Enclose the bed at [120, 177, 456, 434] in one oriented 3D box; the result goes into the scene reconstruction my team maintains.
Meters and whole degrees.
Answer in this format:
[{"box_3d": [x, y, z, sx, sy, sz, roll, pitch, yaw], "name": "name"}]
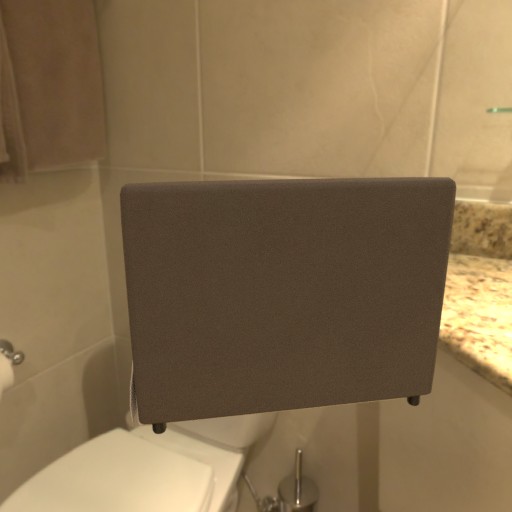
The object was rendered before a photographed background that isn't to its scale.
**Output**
[{"box_3d": [0.000, 0.000, 3.256, 1.723, 1.330, 2.142, -3, 16, -9], "name": "bed"}]
